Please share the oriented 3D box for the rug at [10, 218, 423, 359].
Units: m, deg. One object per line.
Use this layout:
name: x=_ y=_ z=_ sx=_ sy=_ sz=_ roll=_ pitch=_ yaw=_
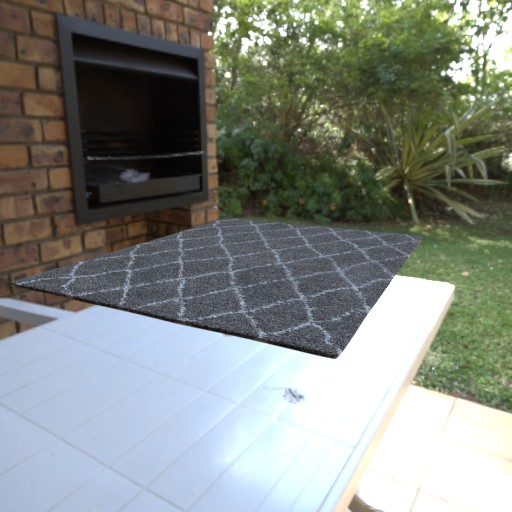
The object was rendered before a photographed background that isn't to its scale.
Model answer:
rug: x=0.000 y=0.000 z=3.946 sx=2.438 sy=0.029 sz=3.047 roll=7 pitch=16 yaw=26
